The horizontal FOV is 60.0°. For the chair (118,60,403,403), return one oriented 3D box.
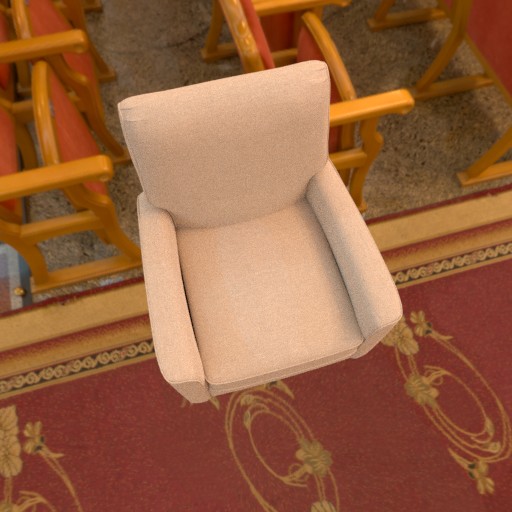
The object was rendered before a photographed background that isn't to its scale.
[{"bbox_3d":[0.000,0.000,1.672,0.841,1.023,0.858,-14,66,-6],"label":"chair"}]
